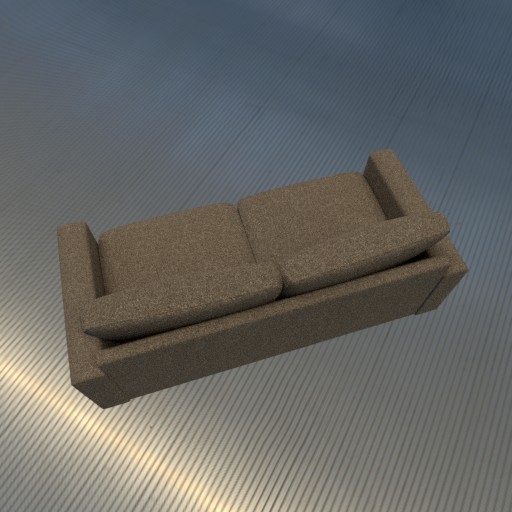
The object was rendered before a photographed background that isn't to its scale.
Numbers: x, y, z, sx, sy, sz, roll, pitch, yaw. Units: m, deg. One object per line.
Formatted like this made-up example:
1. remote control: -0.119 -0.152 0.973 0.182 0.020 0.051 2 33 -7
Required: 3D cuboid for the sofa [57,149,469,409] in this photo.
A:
1. sofa: 0.000 0.000 2.645 2.179 0.873 1.016 -15 60 -9
